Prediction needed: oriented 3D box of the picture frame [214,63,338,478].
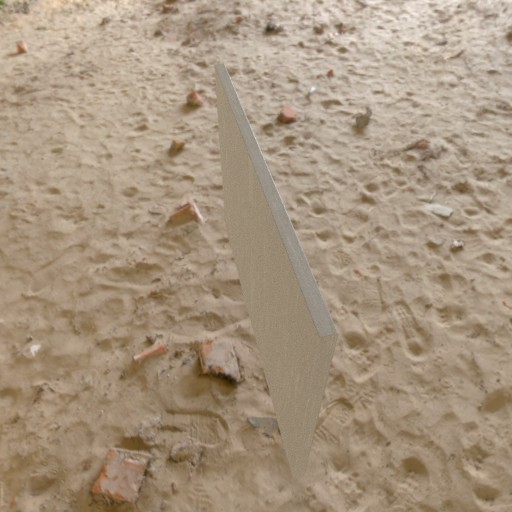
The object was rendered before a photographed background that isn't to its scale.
[{"bbox_3d":[0.000,0.000,1.199,0.029,0.640,0.950,-10,47,-9],"label":"picture frame"}]
